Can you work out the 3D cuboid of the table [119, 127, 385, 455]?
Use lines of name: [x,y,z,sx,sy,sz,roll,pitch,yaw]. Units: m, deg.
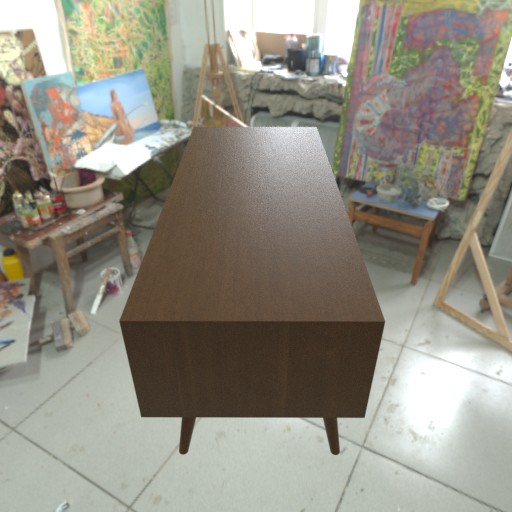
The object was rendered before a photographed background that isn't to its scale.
table: [0.000,0.000,1.393,0.490,0.464,1.119,0,34,0]
